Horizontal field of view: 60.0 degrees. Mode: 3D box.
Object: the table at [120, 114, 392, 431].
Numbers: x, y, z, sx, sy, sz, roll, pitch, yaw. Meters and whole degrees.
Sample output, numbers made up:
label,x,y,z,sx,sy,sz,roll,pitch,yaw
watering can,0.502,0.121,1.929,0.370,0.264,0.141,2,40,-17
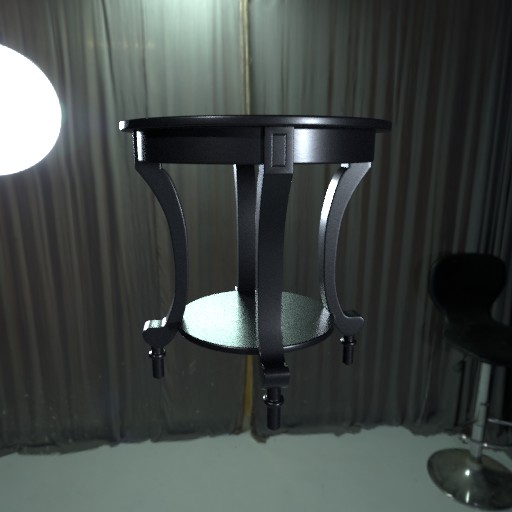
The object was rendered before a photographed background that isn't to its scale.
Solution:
label,x,y,z,sx,sy,sz,roll,pitch,yaw
table,0.000,0.000,1.084,0.597,0.618,0.597,0,14,0
